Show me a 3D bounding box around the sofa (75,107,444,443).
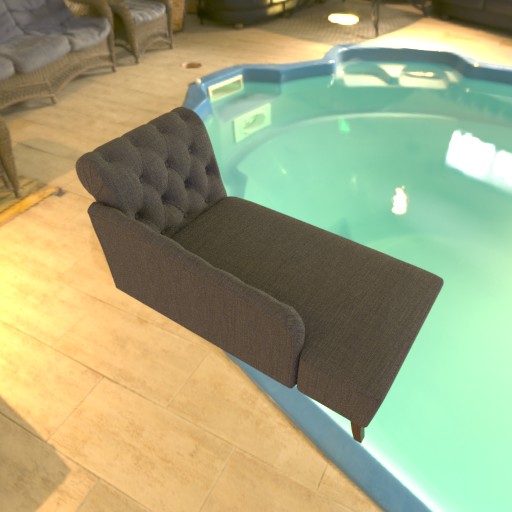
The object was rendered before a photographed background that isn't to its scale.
[{"bbox_3d":[0.000,0.000,1.836,1.379,0.787,0.675,24,47,25],"label":"sofa"}]
